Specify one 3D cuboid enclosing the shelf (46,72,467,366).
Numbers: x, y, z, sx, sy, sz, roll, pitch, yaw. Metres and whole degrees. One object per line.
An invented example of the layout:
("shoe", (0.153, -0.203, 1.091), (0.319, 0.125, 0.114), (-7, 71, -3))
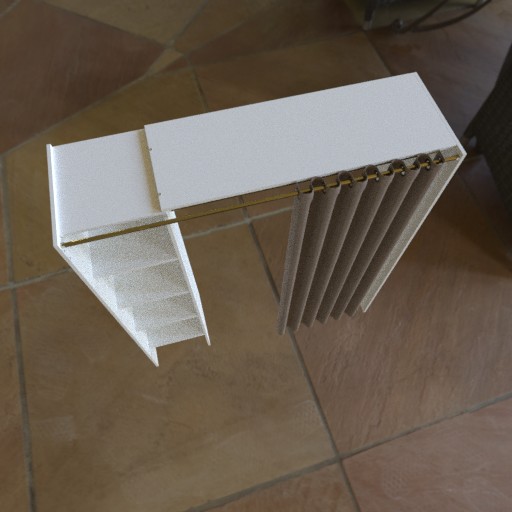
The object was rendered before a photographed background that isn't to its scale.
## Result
("shelf", (0.000, 0.000, 2.561), (1.600, 1.820, 0.500), (-13, 64, -7))
